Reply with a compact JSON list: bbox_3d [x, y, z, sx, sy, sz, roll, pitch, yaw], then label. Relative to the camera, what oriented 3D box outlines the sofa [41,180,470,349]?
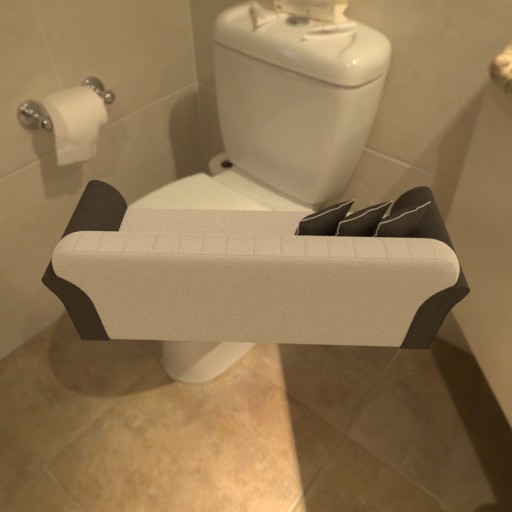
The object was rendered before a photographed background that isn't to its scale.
[{"bbox_3d":[0.000,0.000,2.459,2.001,0.787,0.755,1,46,1],"label":"sofa"}]
